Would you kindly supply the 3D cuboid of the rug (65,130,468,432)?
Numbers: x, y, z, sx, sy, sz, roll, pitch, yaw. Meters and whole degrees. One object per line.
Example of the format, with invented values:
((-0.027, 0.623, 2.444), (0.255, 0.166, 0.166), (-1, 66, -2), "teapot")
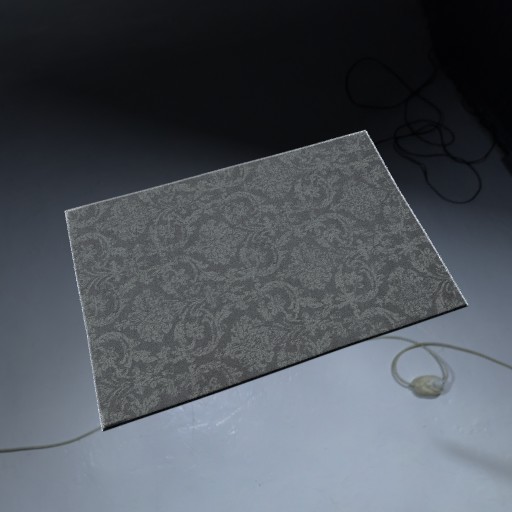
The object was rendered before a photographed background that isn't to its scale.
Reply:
((0.000, 0.000, 3.502), (2.746, 0.018, 1.819), (-17, 64, -8), "rug")
